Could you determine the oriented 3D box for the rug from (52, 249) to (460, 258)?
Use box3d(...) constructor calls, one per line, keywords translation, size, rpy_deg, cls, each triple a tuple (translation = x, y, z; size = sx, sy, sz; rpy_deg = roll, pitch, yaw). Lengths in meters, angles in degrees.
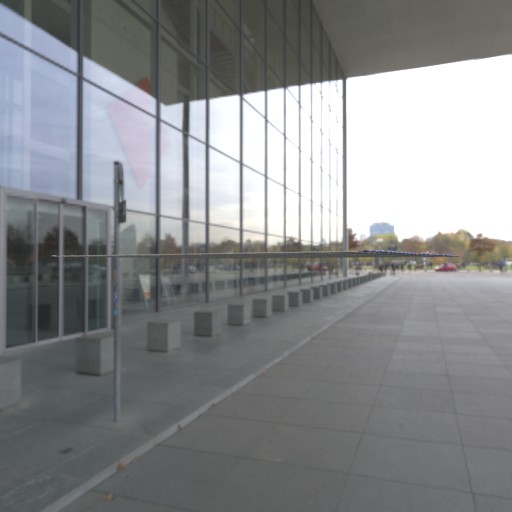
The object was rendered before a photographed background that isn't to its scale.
box3d(translation=(0.000, 0.000, 4.518), size=(3.416, 0.016, 2.471), rpy_deg=(-1, -1, 36), cls="rug")
